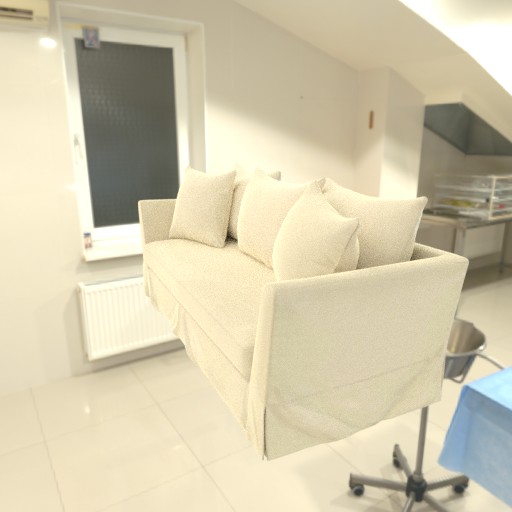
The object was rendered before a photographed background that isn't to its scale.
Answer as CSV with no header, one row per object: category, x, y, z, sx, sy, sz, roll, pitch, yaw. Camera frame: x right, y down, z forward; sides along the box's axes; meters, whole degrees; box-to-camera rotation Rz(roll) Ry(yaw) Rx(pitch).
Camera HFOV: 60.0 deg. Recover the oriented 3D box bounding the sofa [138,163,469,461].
sofa,0.000,0.000,2.768,1.031,1.034,2.290,-7,17,-25
